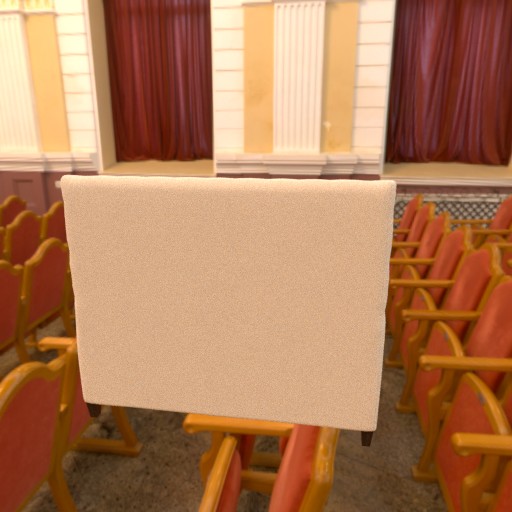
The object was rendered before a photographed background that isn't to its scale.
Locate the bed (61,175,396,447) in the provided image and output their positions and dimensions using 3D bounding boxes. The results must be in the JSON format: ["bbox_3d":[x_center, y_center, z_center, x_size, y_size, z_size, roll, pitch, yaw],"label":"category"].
[{"bbox_3d":[0.000,0.000,3.442,1.698,1.427,2.387,3,16,9],"label":"bed"}]
